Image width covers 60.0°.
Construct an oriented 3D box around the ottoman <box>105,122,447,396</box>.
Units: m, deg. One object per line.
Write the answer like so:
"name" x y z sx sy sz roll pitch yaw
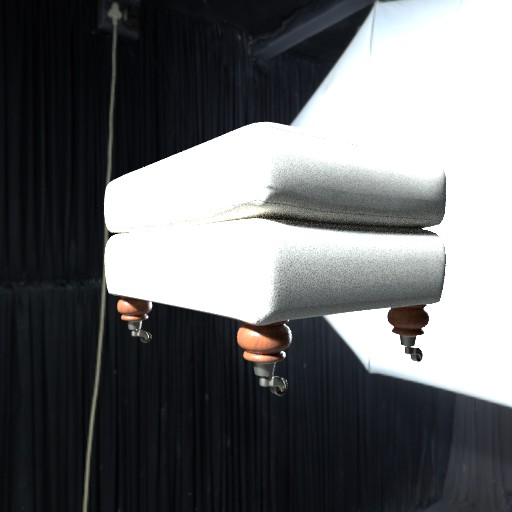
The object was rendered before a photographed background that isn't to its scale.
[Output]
"ottoman" 0.000 0.000 1.150 0.569 0.499 0.773 0 0 -37
